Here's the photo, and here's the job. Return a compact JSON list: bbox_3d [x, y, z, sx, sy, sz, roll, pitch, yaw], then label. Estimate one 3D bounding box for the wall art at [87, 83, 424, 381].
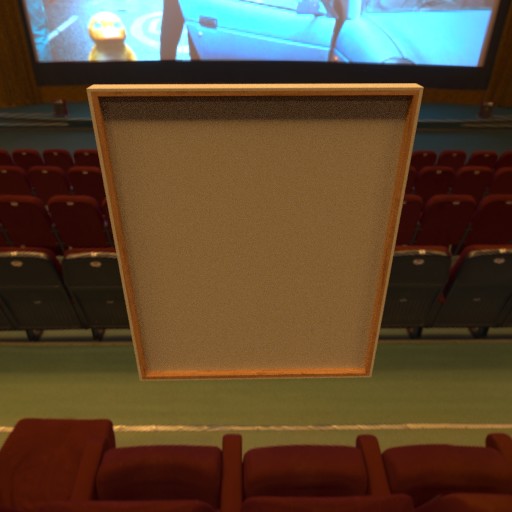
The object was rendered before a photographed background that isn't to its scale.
[{"bbox_3d":[0.000,0.000,0.834,0.508,0.606,0.037,-1,30,-1],"label":"wall art"}]
